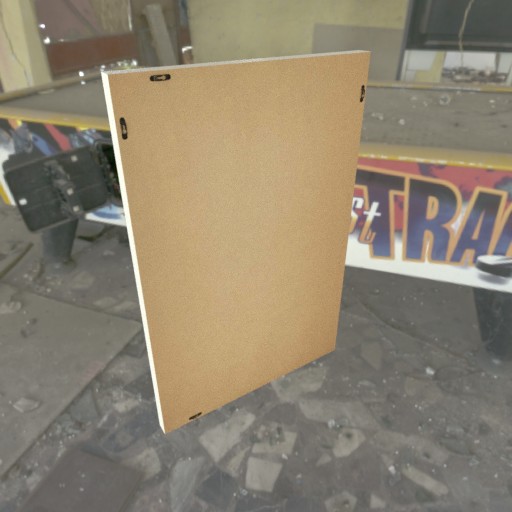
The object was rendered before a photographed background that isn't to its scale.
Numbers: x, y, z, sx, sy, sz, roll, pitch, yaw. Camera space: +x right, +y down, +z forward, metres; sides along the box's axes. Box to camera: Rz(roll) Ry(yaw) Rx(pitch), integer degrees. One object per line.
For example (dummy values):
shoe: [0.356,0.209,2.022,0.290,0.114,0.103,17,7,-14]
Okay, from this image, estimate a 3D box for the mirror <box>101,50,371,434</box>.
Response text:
mirror: [0.000,0.000,1.123,0.609,0.914,0.041,-18,35,-28]
